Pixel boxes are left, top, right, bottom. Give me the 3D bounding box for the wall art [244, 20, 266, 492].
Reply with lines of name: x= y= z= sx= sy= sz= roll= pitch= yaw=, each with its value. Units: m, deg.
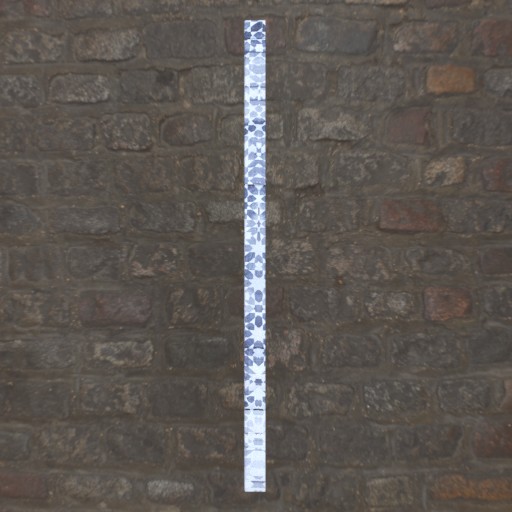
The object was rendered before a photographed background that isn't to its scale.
wall art: x=0.000 y=0.000 z=0.772 sx=0.030 sy=0.406 sz=0.608 roll=0 pitch=90 yaw=1
